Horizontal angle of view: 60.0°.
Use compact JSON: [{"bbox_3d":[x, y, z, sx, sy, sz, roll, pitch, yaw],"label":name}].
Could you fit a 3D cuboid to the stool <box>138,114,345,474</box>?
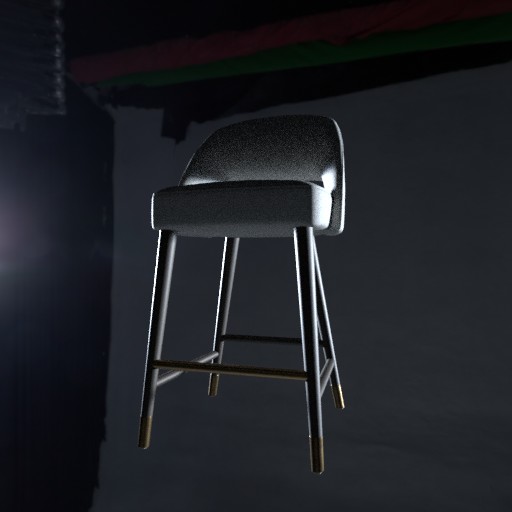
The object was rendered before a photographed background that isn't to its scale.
[{"bbox_3d":[0.000,0.000,1.256,0.494,0.940,0.509,0,0,17],"label":"stool"}]
